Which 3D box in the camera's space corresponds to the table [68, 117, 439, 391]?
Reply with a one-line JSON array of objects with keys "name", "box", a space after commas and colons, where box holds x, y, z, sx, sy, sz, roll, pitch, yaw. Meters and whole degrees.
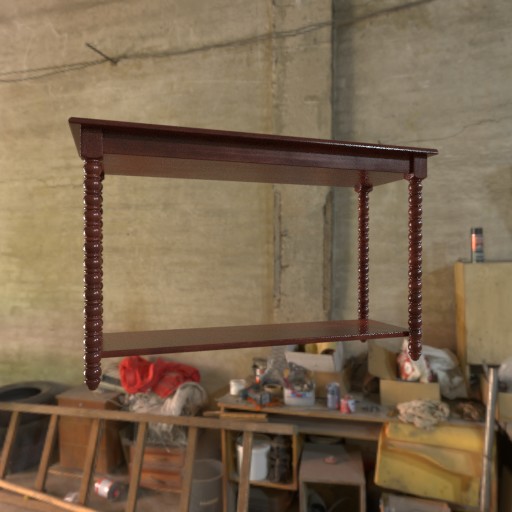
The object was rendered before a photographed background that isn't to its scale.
[{"name": "table", "box": [0.000, 0.000, 1.558, 1.184, 0.740, 0.459, 0, 0, -18]}]
